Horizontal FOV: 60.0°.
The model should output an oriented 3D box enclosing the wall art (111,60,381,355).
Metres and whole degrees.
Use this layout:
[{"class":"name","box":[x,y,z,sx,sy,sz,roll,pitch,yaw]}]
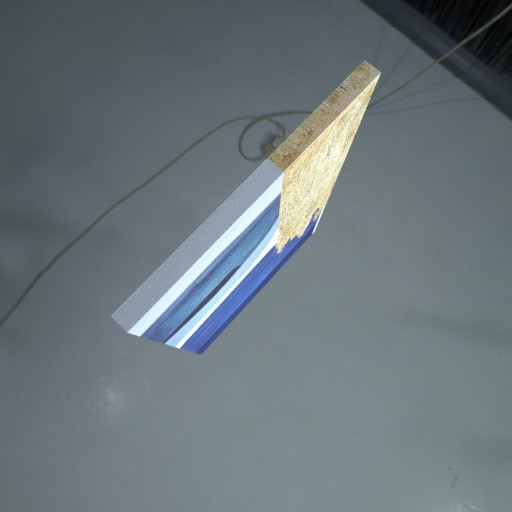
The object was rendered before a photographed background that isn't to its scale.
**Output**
[{"class":"wall art","box":[0.000,0.000,1.160,0.039,0.911,0.607,41,79,10]}]
